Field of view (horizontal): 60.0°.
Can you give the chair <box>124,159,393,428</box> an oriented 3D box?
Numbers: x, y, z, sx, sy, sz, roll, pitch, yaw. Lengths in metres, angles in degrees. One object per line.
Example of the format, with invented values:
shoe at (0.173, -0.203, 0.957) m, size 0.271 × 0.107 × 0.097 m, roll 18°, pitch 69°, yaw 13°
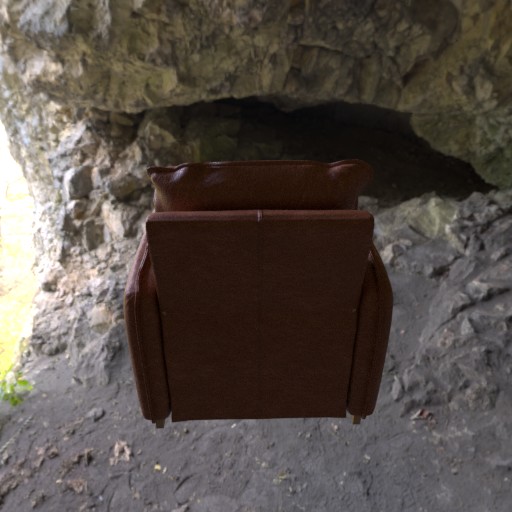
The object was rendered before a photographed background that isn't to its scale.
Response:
chair at (0.000, 0.000, 1.655) m, size 0.830 × 0.922 × 0.922 m, roll -1°, pitch 29°, yaw -1°
